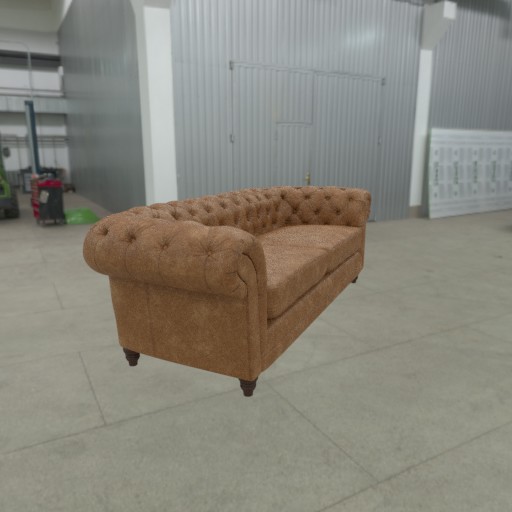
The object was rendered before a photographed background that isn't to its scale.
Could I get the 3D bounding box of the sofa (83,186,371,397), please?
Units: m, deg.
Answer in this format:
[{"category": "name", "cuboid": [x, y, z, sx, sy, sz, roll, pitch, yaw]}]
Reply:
[{"category": "sofa", "cuboid": [0.000, 0.000, 2.831, 0.989, 0.760, 2.365, 6, 15, 25]}]
